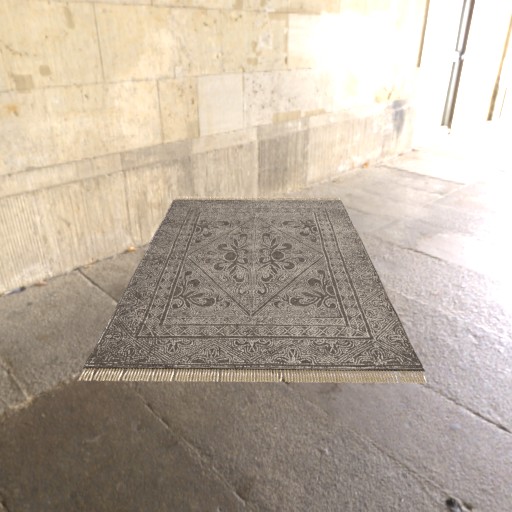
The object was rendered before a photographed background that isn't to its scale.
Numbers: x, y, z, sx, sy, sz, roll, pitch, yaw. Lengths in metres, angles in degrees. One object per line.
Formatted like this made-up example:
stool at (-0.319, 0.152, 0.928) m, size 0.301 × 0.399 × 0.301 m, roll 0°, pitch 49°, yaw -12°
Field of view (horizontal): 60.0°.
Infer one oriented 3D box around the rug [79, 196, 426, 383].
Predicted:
rug at (0.000, 0.000, 2.996) m, size 1.529 × 0.010 × 2.440 m, roll 0°, pitch 26°, yaw 1°
